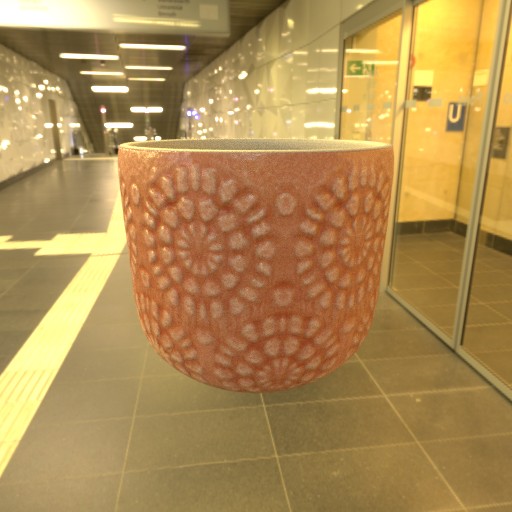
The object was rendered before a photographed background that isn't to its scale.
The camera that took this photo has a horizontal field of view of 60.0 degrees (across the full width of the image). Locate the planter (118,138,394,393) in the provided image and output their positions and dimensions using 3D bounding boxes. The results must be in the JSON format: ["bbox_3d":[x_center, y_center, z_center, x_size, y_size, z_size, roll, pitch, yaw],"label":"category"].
[{"bbox_3d":[0.000,0.000,0.220,0.124,0.109,0.124,0,17,0],"label":"planter"}]
